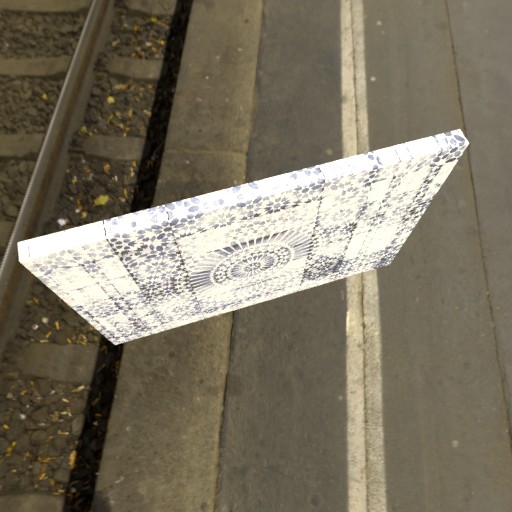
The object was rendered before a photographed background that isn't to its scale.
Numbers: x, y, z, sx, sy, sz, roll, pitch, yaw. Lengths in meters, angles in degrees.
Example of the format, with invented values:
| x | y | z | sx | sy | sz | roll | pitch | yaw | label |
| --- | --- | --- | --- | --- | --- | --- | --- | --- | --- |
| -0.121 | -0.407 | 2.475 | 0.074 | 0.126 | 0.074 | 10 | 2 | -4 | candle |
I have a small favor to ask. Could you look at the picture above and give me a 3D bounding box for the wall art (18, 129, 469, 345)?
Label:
| x | y | z | sx | sy | sz | roll | pitch | yaw | label |
| --- | --- | --- | --- | --- | --- | --- | --- | --- | --- |
| 0.000 | 0.000 | 0.761 | 0.608 | 0.406 | 0.030 | -16 | 65 | -7 | wall art |
